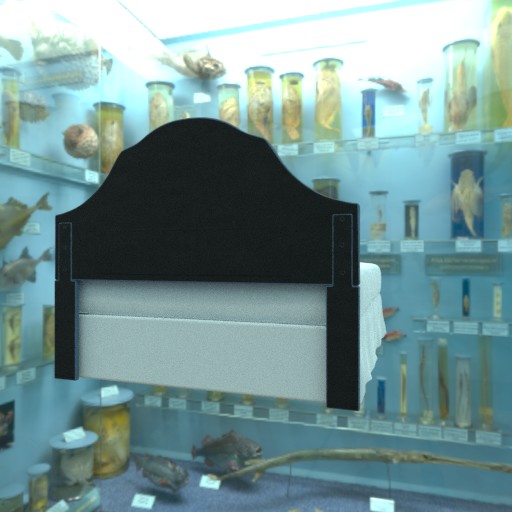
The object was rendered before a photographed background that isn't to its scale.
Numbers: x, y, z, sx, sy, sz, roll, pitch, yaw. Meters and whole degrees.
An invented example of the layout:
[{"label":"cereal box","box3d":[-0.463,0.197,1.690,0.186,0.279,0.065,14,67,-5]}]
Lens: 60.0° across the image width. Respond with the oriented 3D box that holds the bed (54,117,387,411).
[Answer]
[{"label":"bed","box3d":[0.000,0.000,3.763,2.039,1.617,2.477,0,0,19]}]
